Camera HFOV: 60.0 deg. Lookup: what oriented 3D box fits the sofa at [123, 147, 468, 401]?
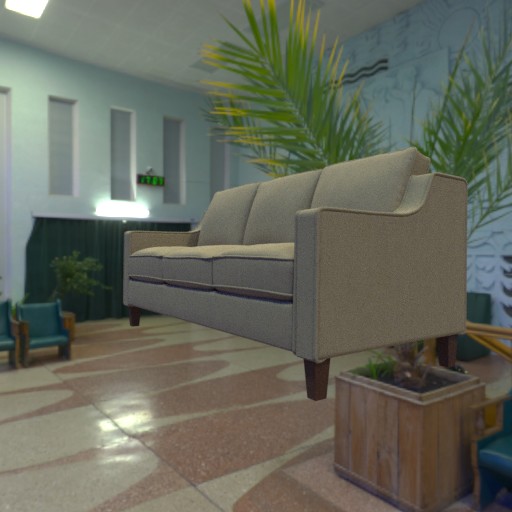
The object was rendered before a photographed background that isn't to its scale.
[{"bbox_3d":[0.000,0.000,2.515,0.911,0.974,1.986,0,0,-34],"label":"sofa"}]
